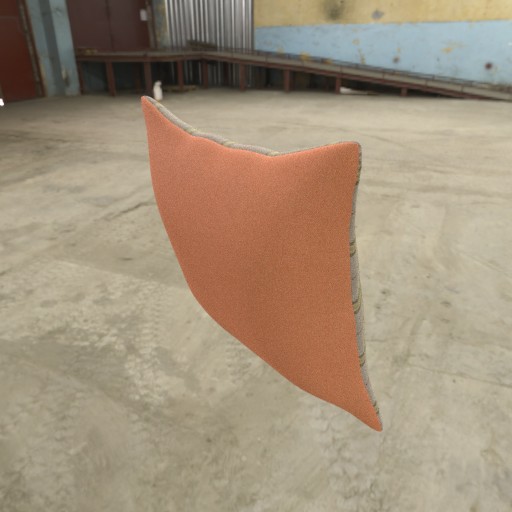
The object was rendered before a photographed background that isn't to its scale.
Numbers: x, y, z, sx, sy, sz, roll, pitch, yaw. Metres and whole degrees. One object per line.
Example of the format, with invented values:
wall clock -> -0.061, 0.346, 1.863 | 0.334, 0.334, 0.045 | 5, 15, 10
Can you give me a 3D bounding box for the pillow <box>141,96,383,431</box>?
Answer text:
pillow -> 0.000, 0.000, 0.672 | 0.200, 0.430, 0.453 | -18, 31, -33
